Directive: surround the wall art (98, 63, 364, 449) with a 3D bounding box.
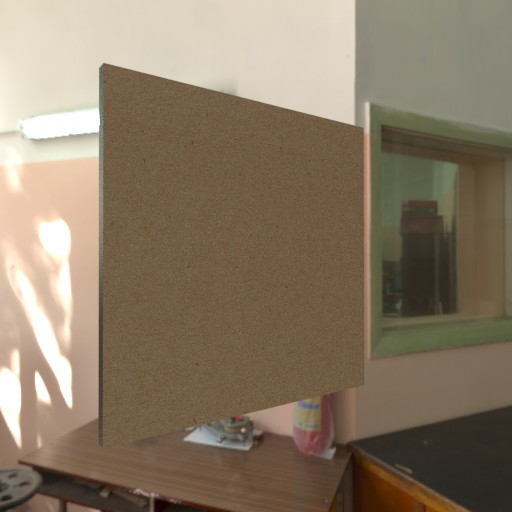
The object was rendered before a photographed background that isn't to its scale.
[{"bbox_3d":[0.000,0.000,1.125,0.773,0.775,0.031,0,0,-35],"label":"wall art"}]
